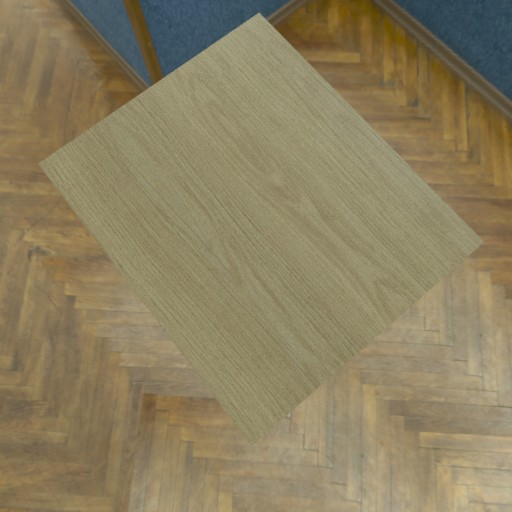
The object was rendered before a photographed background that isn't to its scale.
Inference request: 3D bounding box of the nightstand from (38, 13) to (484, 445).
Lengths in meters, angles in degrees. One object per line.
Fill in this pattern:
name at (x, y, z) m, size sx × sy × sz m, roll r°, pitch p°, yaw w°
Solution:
nightstand at (0.000, 0.000, 0.852) m, size 0.380 × 0.571 × 0.450 m, roll -38°, pitch 79°, yaw -9°
